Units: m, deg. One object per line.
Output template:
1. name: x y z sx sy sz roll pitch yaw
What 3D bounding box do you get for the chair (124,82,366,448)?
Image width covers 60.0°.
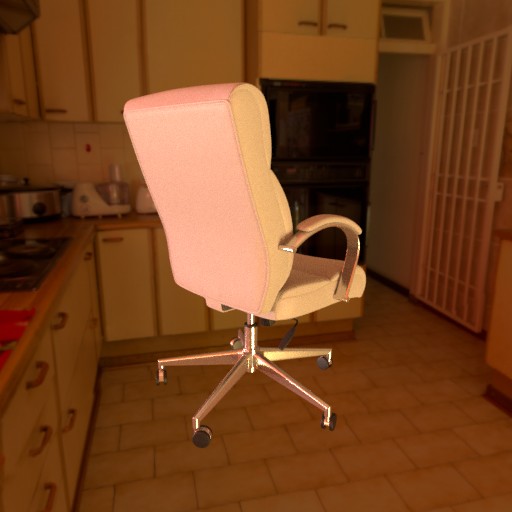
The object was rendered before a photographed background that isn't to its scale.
1. chair: 0.000 0.000 1.601 0.745 1.099 0.727 -13 19 -43
